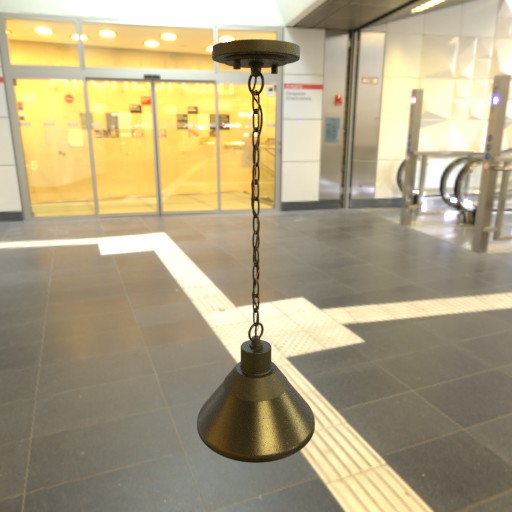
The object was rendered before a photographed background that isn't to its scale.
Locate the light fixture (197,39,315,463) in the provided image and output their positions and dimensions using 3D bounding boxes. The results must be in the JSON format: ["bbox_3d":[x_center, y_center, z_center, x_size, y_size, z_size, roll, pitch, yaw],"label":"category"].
[{"bbox_3d":[0.000,0.000,0.683,0.201,0.588,0.201,-13,20,-40],"label":"light fixture"}]
